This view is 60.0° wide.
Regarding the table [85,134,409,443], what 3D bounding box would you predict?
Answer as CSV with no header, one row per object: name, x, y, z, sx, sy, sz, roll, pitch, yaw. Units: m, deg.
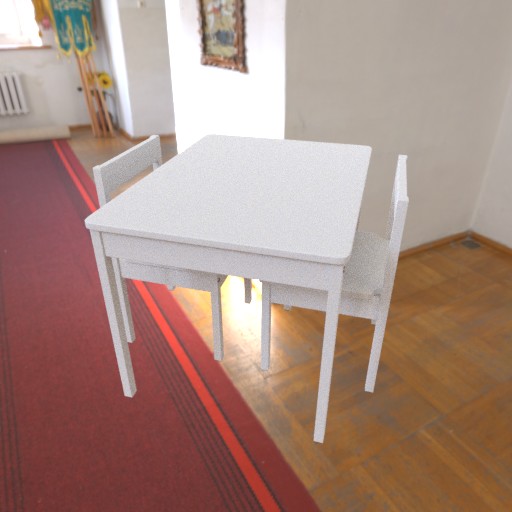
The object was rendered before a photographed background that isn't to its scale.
table,0.000,0.000,1.142,0.672,0.503,0.650,8,31,14
